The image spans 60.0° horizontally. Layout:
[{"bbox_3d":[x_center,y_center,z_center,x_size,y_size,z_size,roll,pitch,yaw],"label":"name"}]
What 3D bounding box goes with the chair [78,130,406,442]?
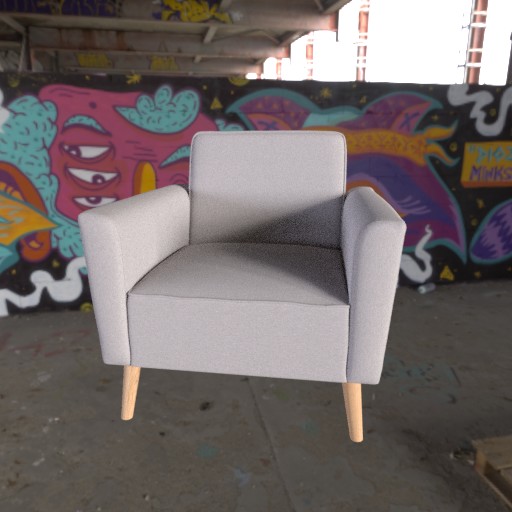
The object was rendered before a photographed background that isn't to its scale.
[{"bbox_3d":[0.000,0.000,1.413,0.780,0.780,0.750,2,15,8],"label":"chair"}]
